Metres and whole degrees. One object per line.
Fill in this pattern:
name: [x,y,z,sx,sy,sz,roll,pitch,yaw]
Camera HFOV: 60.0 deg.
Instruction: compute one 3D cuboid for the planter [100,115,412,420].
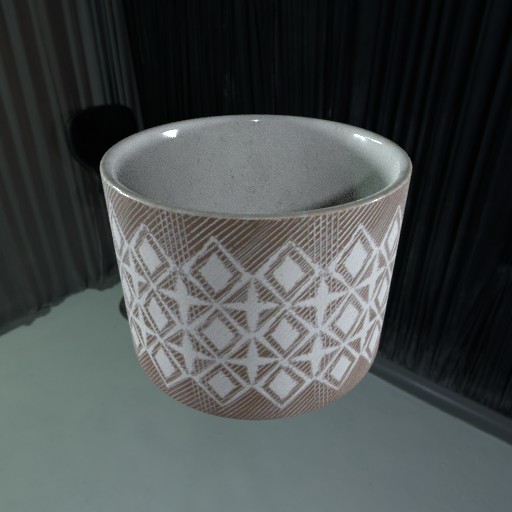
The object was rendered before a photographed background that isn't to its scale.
planter: [0.000,0.000,0.214,0.126,0.104,0.126,0,31,0]
